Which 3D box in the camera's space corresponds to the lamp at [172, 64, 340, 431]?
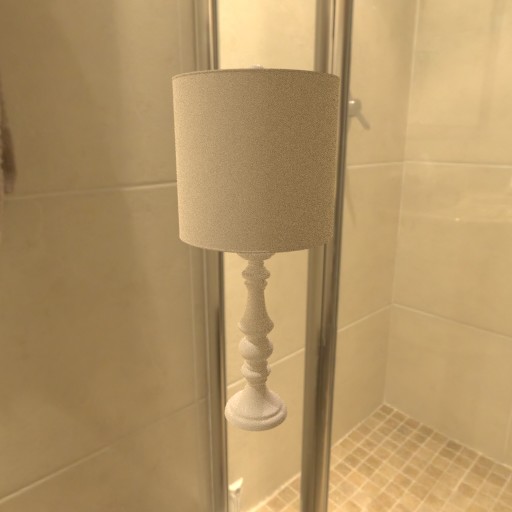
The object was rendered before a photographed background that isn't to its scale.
[{"bbox_3d":[0.000,0.000,0.744,0.250,0.597,0.250,2,15,8],"label":"lamp"}]
